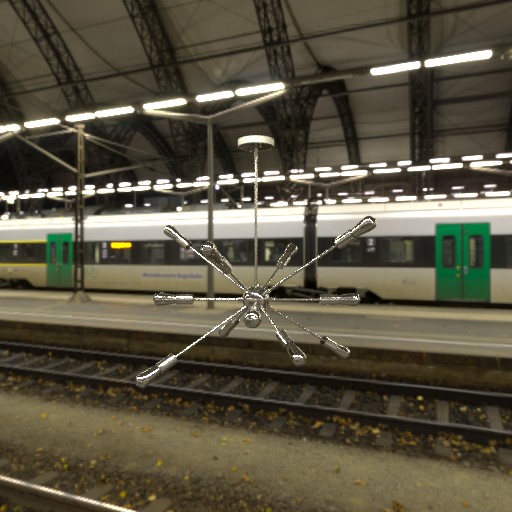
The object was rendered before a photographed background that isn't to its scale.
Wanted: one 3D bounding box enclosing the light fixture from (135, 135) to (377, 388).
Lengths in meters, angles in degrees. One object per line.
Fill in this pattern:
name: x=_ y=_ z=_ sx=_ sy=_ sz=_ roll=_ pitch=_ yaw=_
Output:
light fixture: x=0.000 y=0.000 z=1.070 sx=0.509 sy=0.558 sz=0.684 roll=0 pitch=0 yaw=1
